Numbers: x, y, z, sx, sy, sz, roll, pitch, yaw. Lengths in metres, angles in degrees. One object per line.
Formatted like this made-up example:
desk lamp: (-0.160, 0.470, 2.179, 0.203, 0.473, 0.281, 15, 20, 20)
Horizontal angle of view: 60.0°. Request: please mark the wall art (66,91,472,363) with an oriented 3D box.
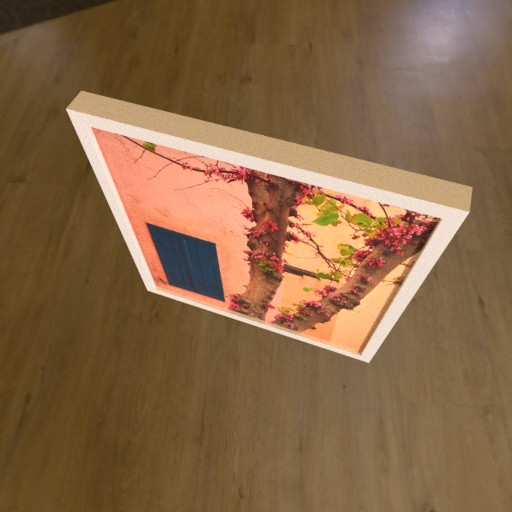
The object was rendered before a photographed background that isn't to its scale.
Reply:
wall art: (0.000, 0.000, 0.753, 0.507, 0.508, 0.038, 17, 60, 10)
